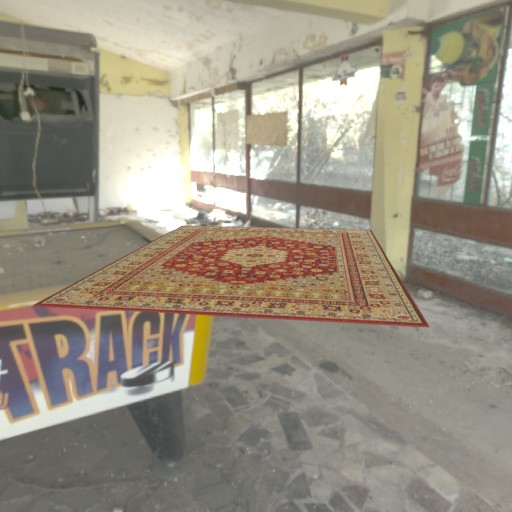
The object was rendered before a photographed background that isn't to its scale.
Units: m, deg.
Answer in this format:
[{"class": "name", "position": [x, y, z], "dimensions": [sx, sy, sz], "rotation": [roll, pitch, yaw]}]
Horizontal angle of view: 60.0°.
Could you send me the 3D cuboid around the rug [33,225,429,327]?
[{"class": "rug", "position": [0.000, 0.000, 4.084], "dimensions": [2.387, 0.013, 3.053], "rotation": [2, 14, 8]}]
